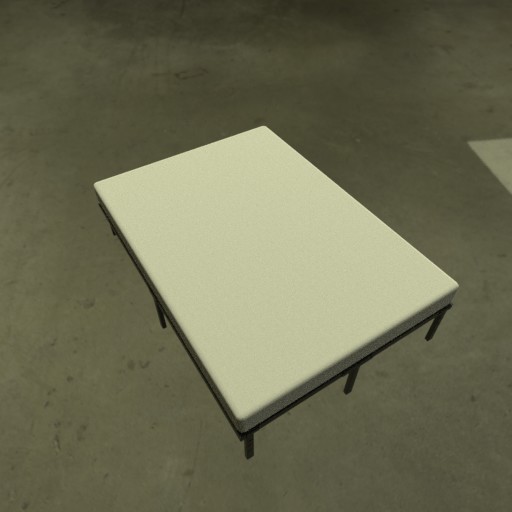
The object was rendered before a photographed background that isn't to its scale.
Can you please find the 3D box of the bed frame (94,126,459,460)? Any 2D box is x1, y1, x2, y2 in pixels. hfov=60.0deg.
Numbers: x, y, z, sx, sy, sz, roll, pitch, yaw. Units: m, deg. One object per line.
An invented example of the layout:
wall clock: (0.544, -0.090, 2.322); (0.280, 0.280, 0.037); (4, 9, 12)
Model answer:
bed frame: (0.000, 0.000, 3.866); (2.205, 0.680, 2.842); (-19, 50, -17)
